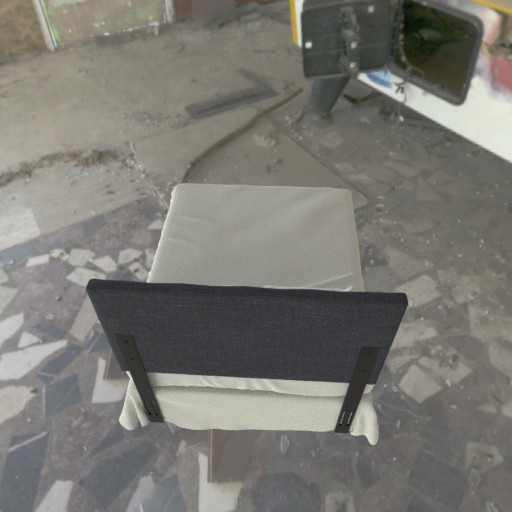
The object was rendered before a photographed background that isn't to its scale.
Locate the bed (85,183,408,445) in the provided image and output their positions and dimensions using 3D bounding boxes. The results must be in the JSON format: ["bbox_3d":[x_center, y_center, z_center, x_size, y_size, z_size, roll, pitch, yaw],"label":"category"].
[{"bbox_3d":[0.000,0.000,3.467,1.936,1.577,2.222,2,47,2],"label":"bed"}]
